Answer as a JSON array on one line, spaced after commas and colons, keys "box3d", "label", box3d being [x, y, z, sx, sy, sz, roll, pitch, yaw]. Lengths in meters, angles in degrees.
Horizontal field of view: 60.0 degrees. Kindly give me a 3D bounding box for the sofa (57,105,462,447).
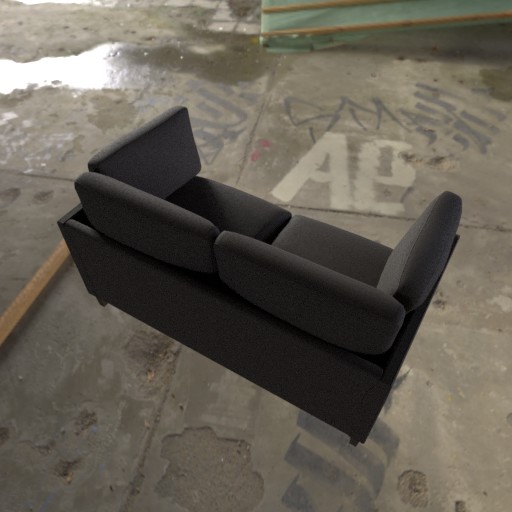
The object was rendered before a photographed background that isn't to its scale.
[{"box3d": [0.000, 0.000, 2.320, 1.751, 0.920, 0.969, 23, 52, 20], "label": "sofa"}]
